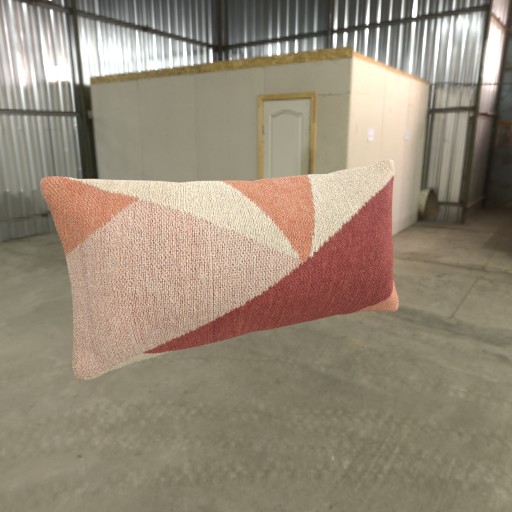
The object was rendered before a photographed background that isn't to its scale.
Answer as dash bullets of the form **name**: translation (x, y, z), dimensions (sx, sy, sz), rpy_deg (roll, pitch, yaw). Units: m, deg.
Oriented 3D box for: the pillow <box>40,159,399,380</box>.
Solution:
- **pillow**: translation (0.000, 0.000, 0.727), dimensions (0.609, 0.292, 0.155), rpy_deg (-8, 18, -26)
